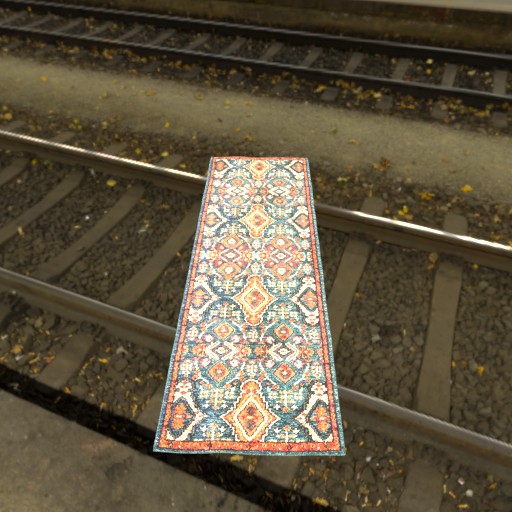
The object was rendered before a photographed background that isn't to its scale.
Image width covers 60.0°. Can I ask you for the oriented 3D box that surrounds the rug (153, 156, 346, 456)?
[{"bbox_3d":[0.000,0.000,2.739,0.801,0.010,2.459,1,42,1],"label":"rug"}]
